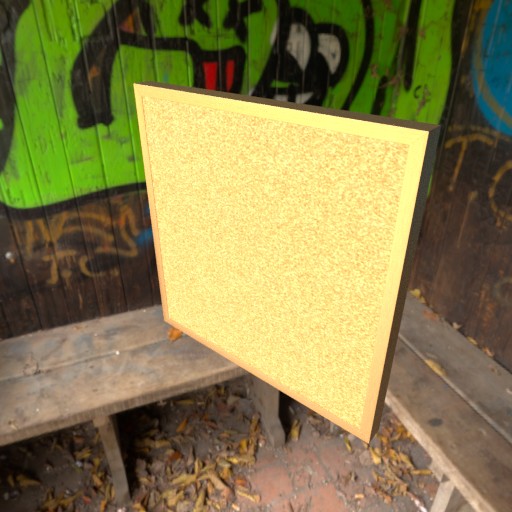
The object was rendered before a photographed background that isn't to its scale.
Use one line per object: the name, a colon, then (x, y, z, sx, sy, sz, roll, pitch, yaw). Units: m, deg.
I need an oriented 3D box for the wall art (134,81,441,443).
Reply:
wall art: (0.000, 0.000, 0.754, 0.510, 0.509, 0.037, 22, 37, 33)
